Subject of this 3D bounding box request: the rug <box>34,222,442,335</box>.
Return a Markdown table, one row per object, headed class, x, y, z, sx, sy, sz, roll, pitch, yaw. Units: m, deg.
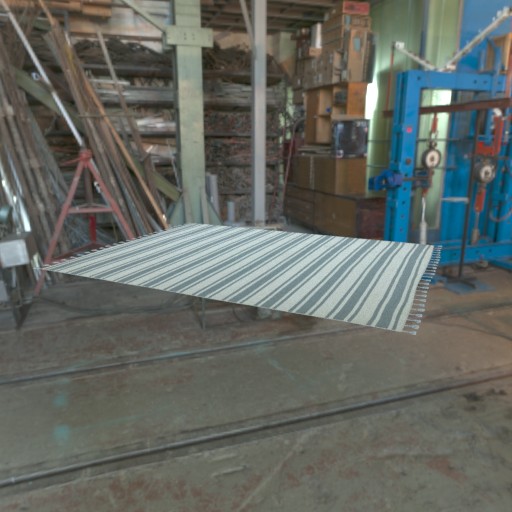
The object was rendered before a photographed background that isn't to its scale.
| class | x | y | z | sx | sy | sz | roll | pitch | yaw |
| --- | --- | --- | --- | --- | --- | --- | --- | --- | --- |
| rug | 0.000 | 0.000 | 4.256 | 3.201 | 0.005 | 2.439 | 7 | 16 | 25 |
